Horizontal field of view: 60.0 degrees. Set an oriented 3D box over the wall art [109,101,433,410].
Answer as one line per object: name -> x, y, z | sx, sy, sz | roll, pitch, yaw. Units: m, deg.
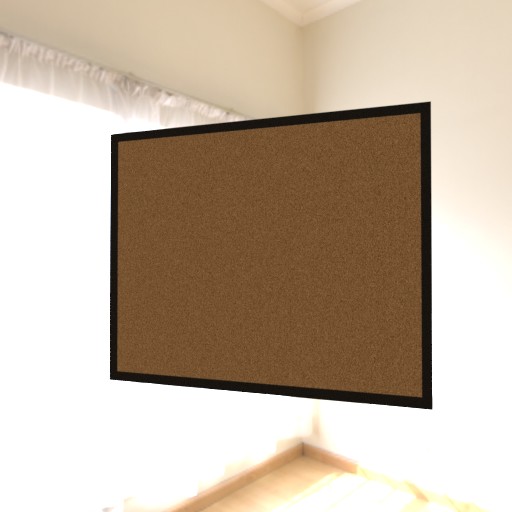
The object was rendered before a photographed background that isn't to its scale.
wall art -> 0.000, 0.000, 0.539 | 0.397, 0.325, 0.028 | 0, -1, 18
